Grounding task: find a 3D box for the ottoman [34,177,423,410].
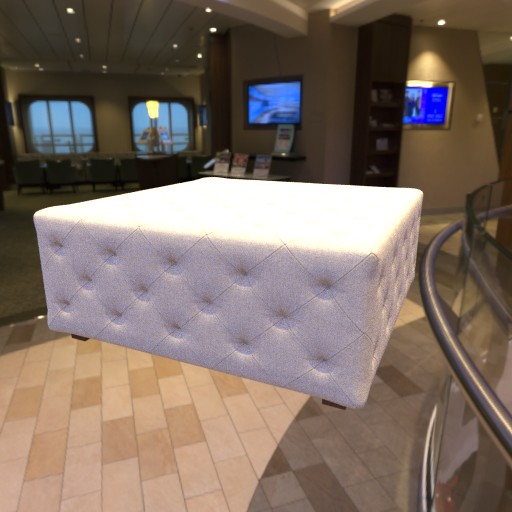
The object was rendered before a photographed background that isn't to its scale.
[{"bbox_3d":[0.000,0.000,1.620,1.028,0.439,1.028,7,18,24],"label":"ottoman"}]
